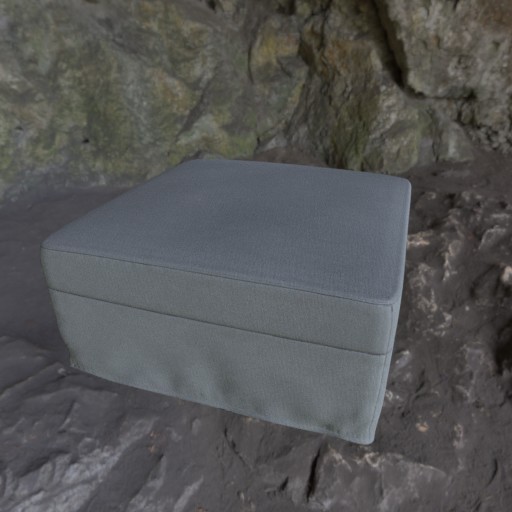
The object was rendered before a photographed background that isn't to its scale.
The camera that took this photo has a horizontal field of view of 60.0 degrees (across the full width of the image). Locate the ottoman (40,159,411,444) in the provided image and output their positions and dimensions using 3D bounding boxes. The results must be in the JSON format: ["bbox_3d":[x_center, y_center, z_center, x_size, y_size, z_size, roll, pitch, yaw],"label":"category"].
[{"bbox_3d":[0.000,0.000,1.336,0.842,0.441,0.843,9,28,17],"label":"ottoman"}]
